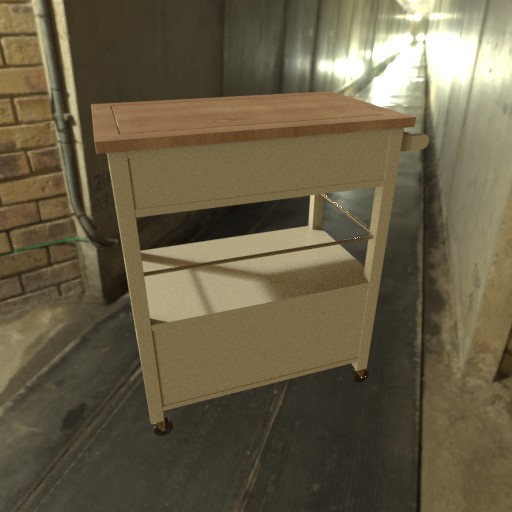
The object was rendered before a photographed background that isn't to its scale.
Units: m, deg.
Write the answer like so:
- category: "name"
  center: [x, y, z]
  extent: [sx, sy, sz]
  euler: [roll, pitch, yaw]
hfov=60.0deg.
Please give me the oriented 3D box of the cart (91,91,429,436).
- category: "cart"
  center: [0.000, 0.000, 1.411]
  extent: [0.840, 0.901, 0.459]
  euler: [-9, 30, -17]
